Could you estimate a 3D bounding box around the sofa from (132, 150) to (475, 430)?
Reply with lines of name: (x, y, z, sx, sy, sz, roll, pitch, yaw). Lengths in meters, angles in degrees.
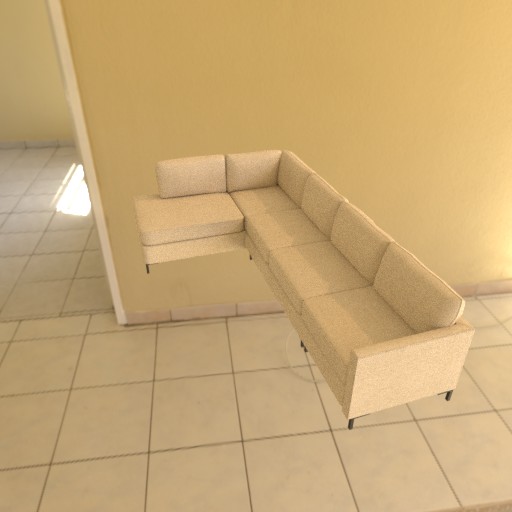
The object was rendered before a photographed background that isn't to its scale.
sofa: (0.000, 0.000, 4.229, 2.048, 0.996, 3.384, -10, 33, -15)
